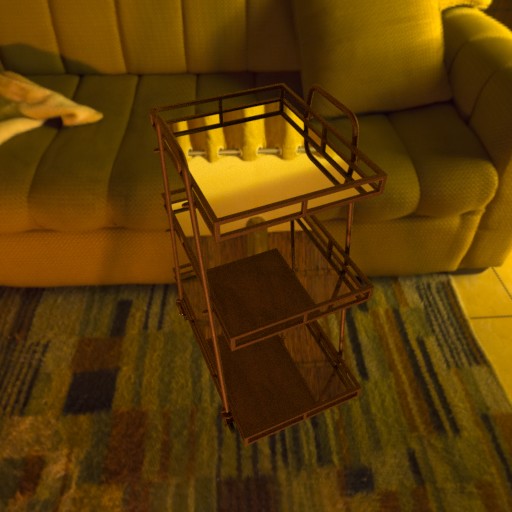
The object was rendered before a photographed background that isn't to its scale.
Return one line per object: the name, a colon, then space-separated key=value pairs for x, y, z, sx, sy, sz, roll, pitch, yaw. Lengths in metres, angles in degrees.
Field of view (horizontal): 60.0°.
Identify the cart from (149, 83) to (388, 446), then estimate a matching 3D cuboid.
cart: x=0.000 y=0.000 z=1.287 sx=0.441 sy=0.883 sz=0.711 roll=-17 pitch=47 yaw=-17
